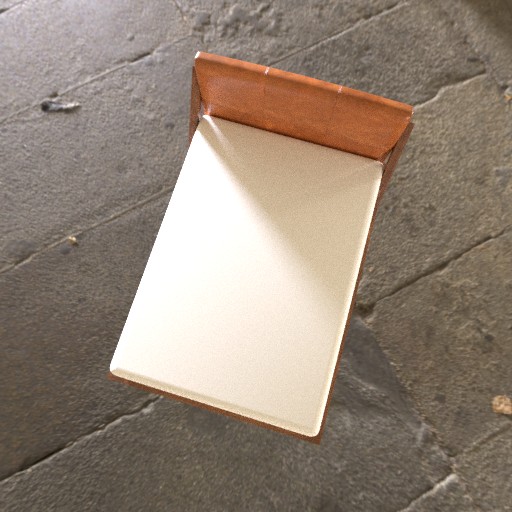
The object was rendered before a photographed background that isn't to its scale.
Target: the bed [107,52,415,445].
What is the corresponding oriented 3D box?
[{"bbox_3d":[0.000,0.000,3.254,1.651,1.168,2.311,16,77,4],"label":"bed"}]
